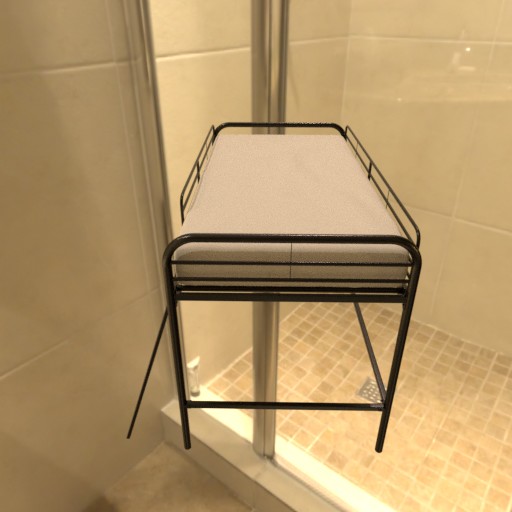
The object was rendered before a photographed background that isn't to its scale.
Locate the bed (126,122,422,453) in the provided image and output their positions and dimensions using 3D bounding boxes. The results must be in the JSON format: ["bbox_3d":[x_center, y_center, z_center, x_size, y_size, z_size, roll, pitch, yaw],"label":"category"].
[{"bbox_3d":[0.000,0.000,2.909,1.393,1.289,1.968,1,29,1],"label":"bed"}]
